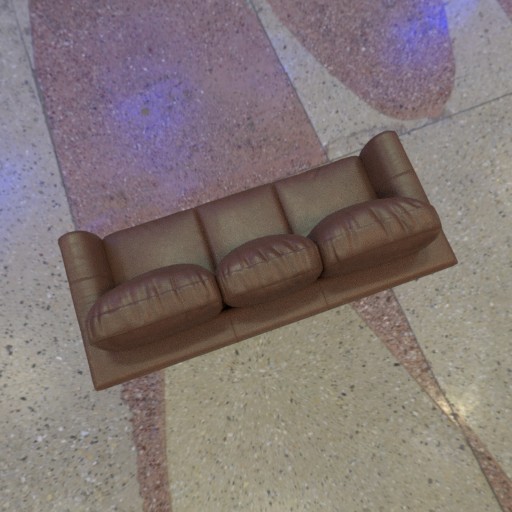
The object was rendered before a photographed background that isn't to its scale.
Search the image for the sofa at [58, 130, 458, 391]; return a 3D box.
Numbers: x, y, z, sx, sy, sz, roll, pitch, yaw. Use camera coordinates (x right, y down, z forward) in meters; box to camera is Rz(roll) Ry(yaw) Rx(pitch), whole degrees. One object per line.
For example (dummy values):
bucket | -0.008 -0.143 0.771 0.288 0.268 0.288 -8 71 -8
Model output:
sofa | 0.000 0.000 2.334 1.862 0.915 0.802 -19 76 -5
